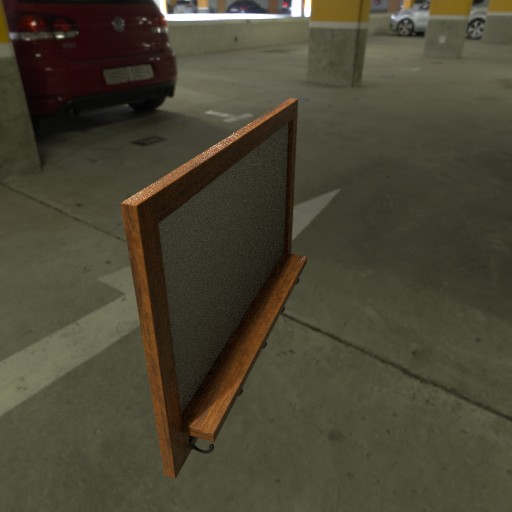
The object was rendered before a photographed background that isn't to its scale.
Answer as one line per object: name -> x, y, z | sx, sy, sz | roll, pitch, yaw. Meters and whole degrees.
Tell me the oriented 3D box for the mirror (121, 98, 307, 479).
mirror -> 0.000, 0.000, 0.977 | 0.084, 0.537, 0.758 | 10, 31, 17
